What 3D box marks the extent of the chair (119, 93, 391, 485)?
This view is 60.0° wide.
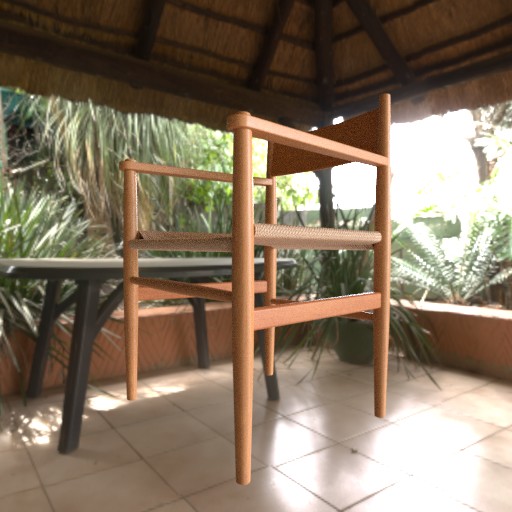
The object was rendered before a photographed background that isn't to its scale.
[{"bbox_3d":[0.000,0.000,1.091,0.495,0.762,0.556,-1,2,-37],"label":"chair"}]
